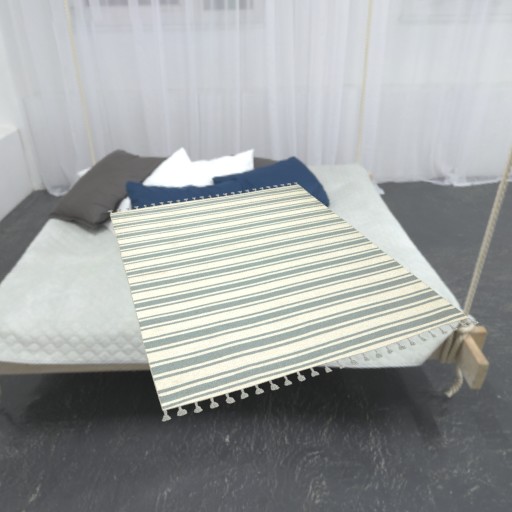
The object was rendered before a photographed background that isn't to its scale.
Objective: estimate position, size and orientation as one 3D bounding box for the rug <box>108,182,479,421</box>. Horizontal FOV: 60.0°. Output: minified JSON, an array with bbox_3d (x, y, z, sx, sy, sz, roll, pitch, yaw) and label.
[{"bbox_3d":[0.000,0.000,4.260,2.439,0.005,3.201,-11,33,-18],"label":"rug"}]
